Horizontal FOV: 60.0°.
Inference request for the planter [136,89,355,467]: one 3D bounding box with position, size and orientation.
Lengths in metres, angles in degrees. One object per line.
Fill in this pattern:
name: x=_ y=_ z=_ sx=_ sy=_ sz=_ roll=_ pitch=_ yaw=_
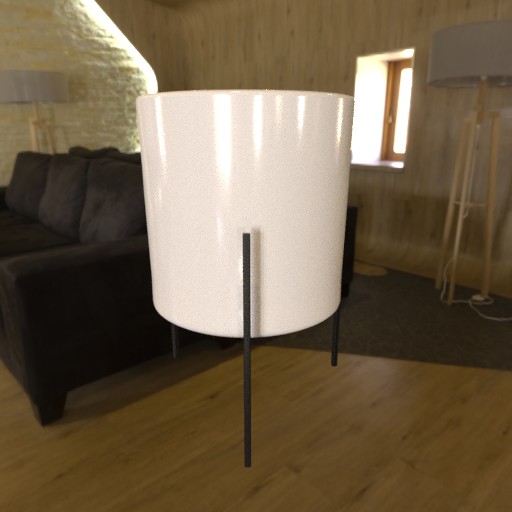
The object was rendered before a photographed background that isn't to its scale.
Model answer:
planter: x=0.000 y=0.000 z=0.643 sx=0.308 sy=0.431 sz=0.307 roll=-8 pitch=18 yaw=-25
